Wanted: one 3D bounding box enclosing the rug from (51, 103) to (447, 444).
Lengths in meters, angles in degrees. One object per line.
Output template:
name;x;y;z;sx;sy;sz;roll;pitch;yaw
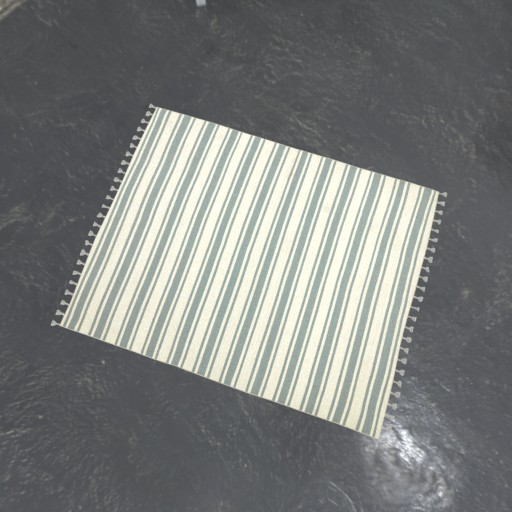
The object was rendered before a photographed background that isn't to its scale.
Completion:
rug;0.000;0.000;4.214;3.201;0.005;2.439;18;76;5
